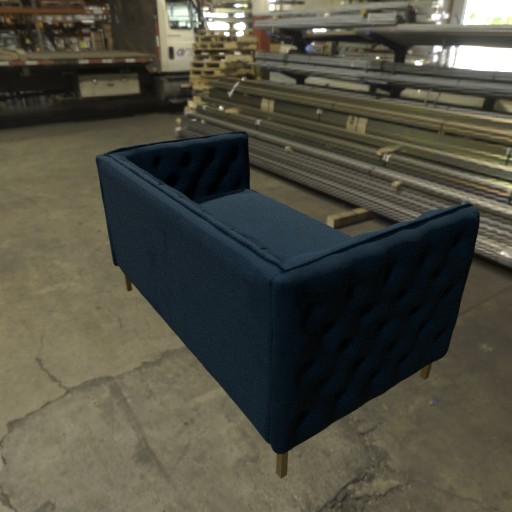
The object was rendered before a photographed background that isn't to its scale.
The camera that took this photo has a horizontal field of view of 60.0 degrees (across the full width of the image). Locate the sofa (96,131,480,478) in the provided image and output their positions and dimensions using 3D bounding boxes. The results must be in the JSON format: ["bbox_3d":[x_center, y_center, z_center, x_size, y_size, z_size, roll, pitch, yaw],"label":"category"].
[{"bbox_3d":[0.000,0.000,2.051,0.909,0.810,1.583,-18,32,-30],"label":"sofa"}]
